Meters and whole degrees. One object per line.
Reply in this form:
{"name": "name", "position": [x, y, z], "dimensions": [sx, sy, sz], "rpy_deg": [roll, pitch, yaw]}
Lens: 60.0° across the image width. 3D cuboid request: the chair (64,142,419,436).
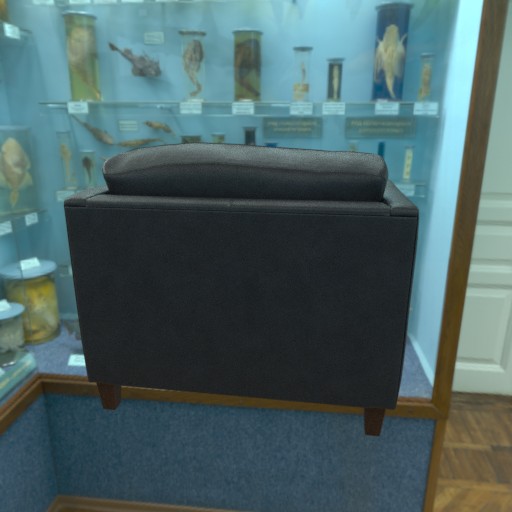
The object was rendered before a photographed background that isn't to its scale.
{"name": "chair", "position": [0.000, 0.000, 1.591], "dimensions": [0.939, 0.811, 0.862], "rpy_deg": [3, 17, 8]}
